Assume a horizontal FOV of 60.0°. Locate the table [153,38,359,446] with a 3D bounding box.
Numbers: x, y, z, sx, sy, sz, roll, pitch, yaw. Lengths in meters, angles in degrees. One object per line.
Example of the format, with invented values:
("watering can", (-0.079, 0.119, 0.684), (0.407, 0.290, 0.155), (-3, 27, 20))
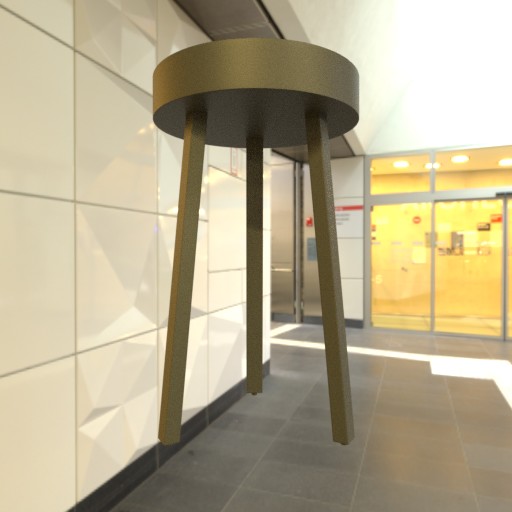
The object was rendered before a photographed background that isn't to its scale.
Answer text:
("table", (0.000, 0.000, 0.898), (0.406, 0.686, 0.406), (0, 1, 0))
